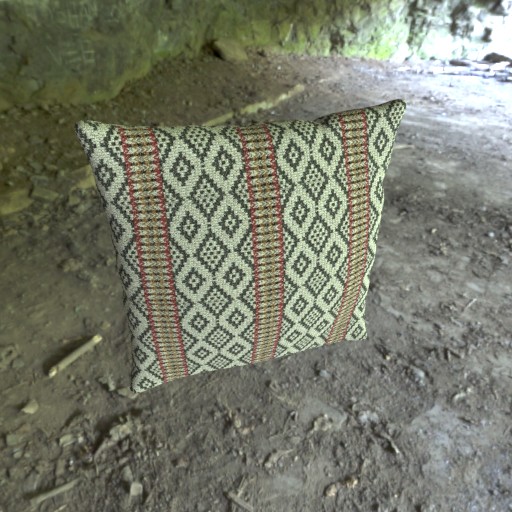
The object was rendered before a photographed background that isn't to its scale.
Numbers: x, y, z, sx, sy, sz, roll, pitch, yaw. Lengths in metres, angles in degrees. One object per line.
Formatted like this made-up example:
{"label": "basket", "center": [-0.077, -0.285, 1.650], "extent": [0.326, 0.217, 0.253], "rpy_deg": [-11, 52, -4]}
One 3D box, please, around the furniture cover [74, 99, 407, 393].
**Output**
{"label": "furniture cover", "center": [0.000, 0.000, 0.779], "extent": [0.503, 0.506, 0.182], "rpy_deg": [-9, 33, -15]}
